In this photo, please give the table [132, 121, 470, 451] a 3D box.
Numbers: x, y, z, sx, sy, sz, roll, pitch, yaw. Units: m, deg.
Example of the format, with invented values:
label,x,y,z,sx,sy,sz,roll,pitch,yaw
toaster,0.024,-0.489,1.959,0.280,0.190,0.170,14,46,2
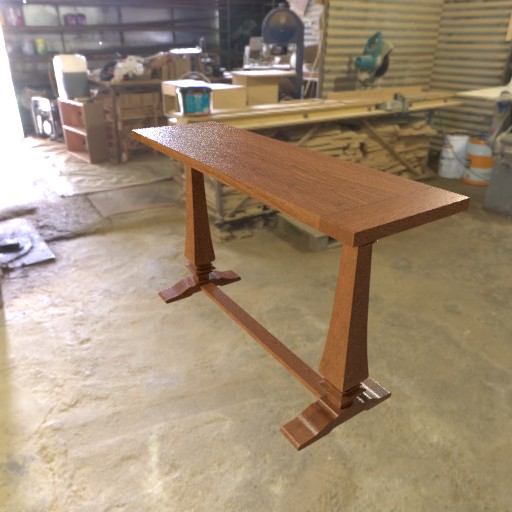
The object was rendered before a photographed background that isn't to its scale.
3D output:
label,x,y,z,sx,sy,sz,roll,pitch,yaw
table,0.000,0.000,1.864,0.461,0.852,1.478,-17,31,-30
